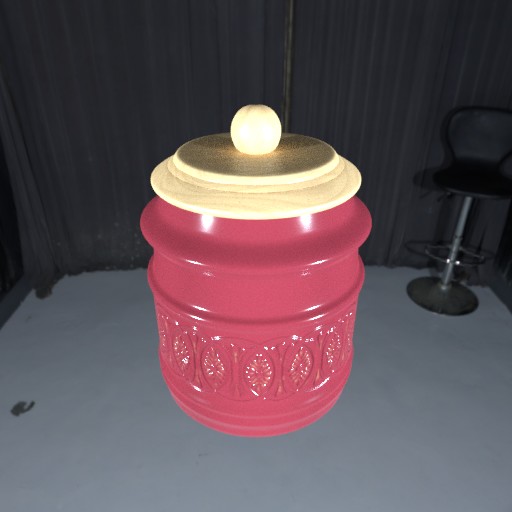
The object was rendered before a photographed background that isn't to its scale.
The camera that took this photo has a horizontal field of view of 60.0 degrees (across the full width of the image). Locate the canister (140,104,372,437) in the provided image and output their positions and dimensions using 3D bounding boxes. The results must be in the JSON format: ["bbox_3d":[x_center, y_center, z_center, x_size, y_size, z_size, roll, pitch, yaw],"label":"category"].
[{"bbox_3d":[0.000,0.000,0.269,0.130,0.176,0.130,0,30,0],"label":"canister"}]
